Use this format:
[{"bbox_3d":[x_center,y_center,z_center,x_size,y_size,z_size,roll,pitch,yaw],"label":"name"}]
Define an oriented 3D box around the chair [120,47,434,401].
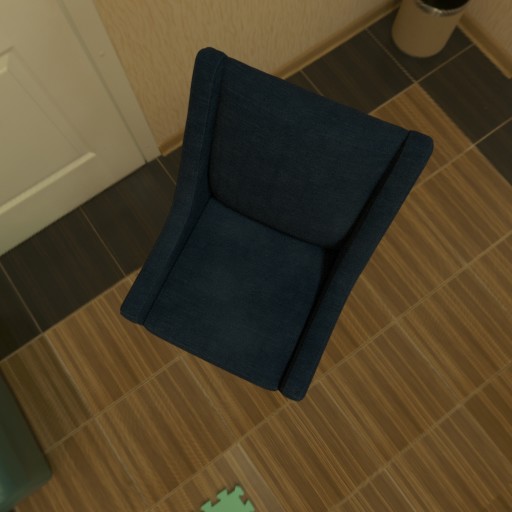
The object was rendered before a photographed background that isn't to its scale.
[{"bbox_3d":[0.000,0.000,1.688,0.774,1.014,0.870,25,77,6],"label":"chair"}]
